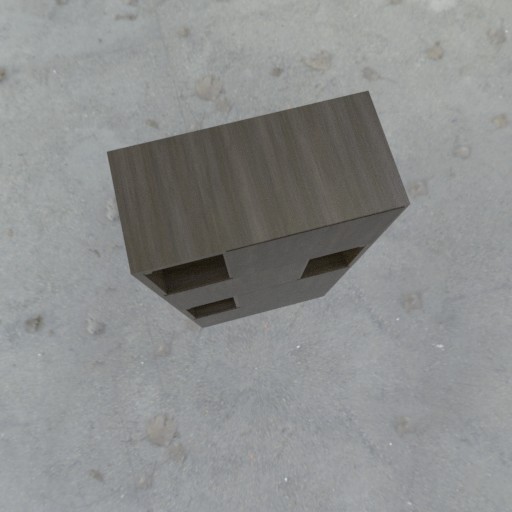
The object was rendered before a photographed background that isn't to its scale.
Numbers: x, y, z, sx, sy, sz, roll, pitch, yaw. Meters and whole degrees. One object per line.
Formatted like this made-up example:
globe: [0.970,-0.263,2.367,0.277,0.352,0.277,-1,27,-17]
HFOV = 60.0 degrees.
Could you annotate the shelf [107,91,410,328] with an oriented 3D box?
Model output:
shelf: [0.000,0.000,1.811,0.670,1.545,0.323,-14,76,-4]
